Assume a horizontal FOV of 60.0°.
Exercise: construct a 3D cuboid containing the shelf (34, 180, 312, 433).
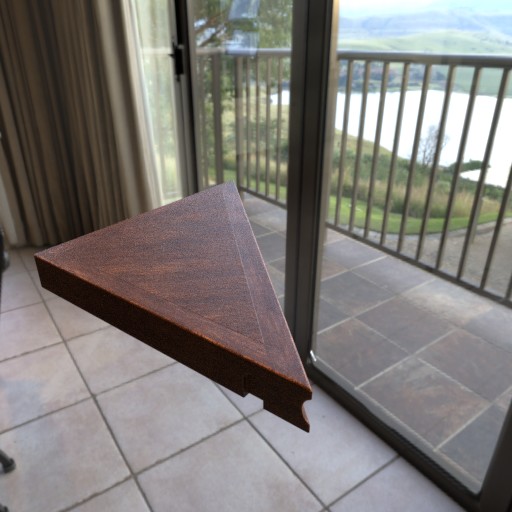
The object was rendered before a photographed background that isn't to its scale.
[{"bbox_3d":[0.000,0.000,0.445,0.296,0.035,0.296,18,32,32],"label":"shelf"}]
